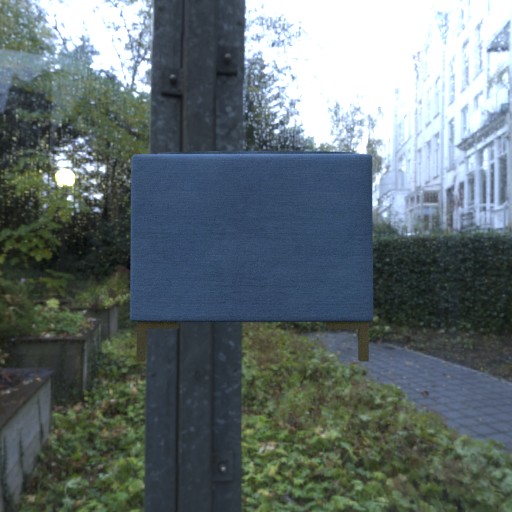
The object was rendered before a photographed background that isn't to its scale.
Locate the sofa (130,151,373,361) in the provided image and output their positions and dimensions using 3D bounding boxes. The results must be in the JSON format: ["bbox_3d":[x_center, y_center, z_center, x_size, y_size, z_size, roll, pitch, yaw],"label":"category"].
[{"bbox_3d":[0.000,0.000,2.427,0.796,0.705,2.102,0,-1,1],"label":"sofa"}]
